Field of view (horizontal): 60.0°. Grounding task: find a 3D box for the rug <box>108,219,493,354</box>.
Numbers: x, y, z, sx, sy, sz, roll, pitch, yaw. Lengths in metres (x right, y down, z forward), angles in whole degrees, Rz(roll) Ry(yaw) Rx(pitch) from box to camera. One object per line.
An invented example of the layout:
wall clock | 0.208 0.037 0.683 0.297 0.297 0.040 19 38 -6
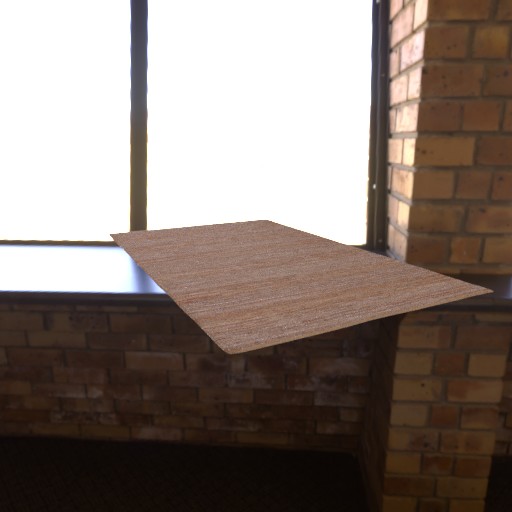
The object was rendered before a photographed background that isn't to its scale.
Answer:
rug | 0.000 0.000 3.019 1.529 0.009 2.446 -8 17 -27
